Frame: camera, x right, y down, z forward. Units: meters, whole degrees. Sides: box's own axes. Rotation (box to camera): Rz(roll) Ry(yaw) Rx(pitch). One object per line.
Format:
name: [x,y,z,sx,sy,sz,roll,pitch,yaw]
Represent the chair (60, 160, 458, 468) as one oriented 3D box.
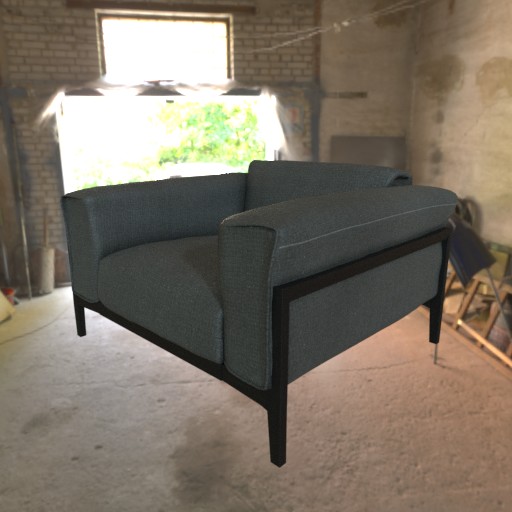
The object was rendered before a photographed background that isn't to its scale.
chair: [0.000,0.000,1.601,1.056,0.646,0.969,14,20,42]
